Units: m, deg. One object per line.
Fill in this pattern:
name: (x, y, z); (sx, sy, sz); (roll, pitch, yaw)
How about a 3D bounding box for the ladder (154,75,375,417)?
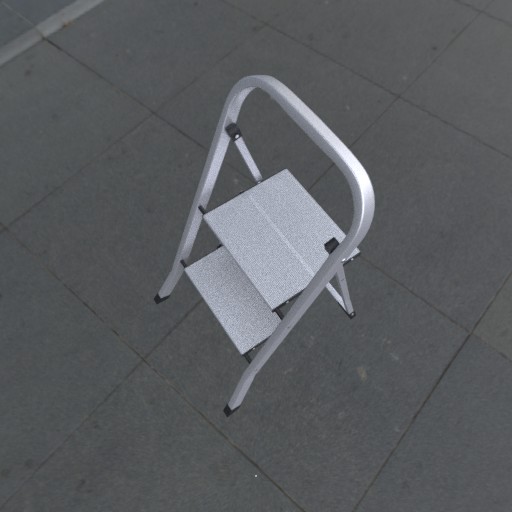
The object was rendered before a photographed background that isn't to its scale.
ladder: (0.000, 0.000, 1.124); (0.530, 0.830, 0.465); (-32, 68, -15)
